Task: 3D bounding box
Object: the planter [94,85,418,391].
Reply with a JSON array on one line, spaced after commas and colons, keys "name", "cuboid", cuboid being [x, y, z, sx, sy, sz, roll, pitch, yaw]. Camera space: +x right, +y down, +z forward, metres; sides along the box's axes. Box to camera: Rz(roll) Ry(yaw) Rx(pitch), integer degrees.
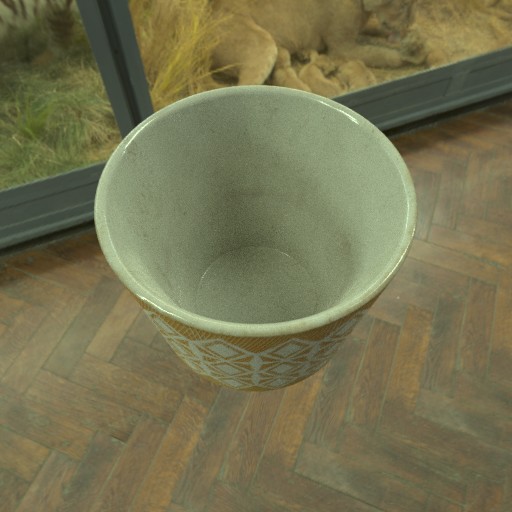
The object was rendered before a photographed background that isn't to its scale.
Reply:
[{"name": "planter", "cuboid": [0.000, 0.000, 0.220, 0.126, 0.104, 0.126, 0, 58, 0]}]
